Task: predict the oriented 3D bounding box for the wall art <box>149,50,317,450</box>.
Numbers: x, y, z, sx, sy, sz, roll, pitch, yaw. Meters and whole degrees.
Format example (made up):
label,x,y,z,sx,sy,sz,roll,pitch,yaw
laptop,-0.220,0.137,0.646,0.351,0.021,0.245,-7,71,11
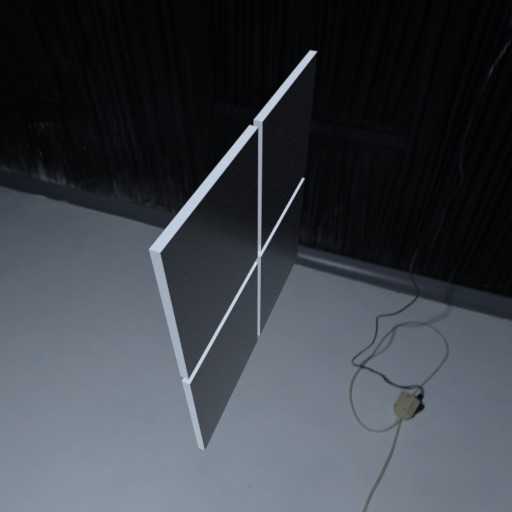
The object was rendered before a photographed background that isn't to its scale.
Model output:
label,x,y,z,sx,sy,sz,roll,pitch,yaw
wall art,0.000,0.000,1.693,0.029,1.118,1.118,17,49,15
